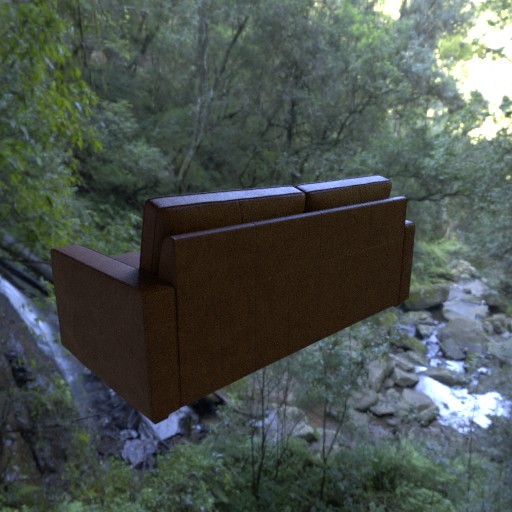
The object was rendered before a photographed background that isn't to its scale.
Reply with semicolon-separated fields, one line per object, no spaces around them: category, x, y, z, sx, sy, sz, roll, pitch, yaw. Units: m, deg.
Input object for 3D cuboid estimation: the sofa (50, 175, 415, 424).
sofa;0.000;0.000;2.726;2.156;0.928;0.991;-14;20;-42
